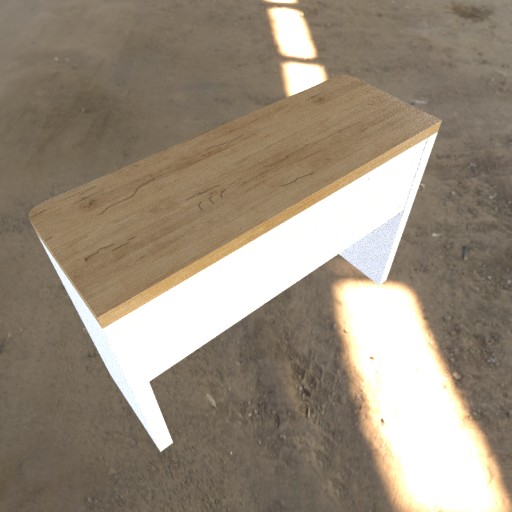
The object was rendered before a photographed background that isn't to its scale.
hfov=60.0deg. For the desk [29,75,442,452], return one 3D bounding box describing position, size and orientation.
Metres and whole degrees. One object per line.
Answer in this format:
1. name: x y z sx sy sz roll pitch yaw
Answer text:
1. desk: 0.000 0.000 1.460 1.100 0.760 0.390 -31 55 -25
